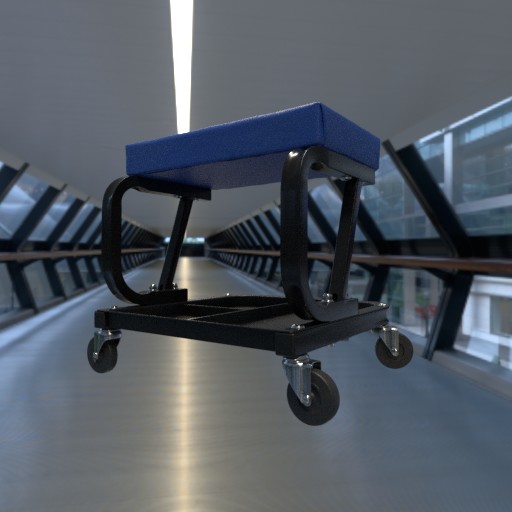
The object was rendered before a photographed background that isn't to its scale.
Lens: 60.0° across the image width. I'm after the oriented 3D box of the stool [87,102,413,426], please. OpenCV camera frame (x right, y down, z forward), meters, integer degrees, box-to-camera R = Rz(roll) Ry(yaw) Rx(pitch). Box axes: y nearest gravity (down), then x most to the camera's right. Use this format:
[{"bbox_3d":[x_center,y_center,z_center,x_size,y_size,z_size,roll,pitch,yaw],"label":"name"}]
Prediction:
[{"bbox_3d":[0.000,0.000,0.743,0.446,0.380,0.371,0,0,35],"label":"stool"}]
